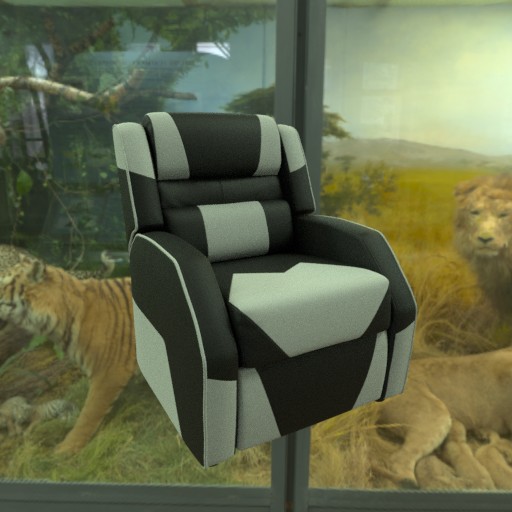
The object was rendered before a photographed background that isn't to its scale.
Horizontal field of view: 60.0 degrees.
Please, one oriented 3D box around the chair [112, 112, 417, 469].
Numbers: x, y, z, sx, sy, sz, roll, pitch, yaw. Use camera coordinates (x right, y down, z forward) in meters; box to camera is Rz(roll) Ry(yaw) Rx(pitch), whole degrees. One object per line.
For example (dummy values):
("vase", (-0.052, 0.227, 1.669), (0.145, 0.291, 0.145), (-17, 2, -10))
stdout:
("chair", (0.000, 0.000, 1.268), (0.620, 0.805, 0.672), (-8, 17, -28))
